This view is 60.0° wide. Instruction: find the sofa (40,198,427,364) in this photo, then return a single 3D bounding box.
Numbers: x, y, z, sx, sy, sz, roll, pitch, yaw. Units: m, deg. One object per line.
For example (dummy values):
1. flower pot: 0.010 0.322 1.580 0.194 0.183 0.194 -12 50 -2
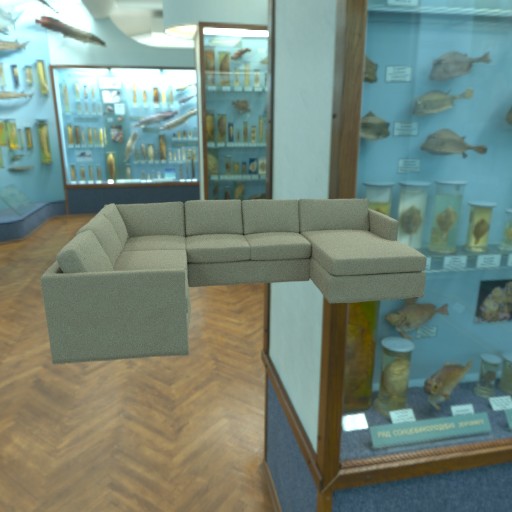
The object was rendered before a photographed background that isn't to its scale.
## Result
1. sofa: 0.000 0.000 4.574 3.460 0.882 2.427 -3 16 -9
